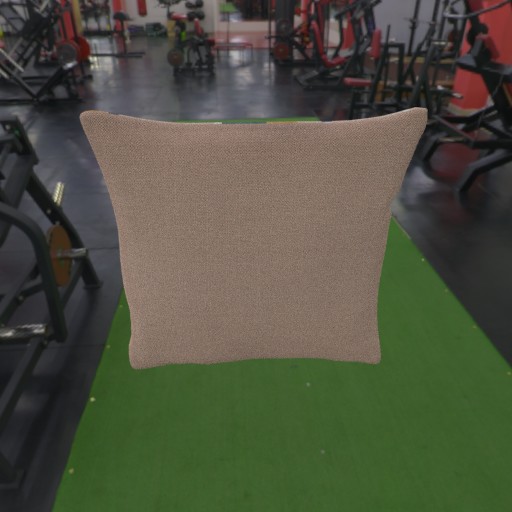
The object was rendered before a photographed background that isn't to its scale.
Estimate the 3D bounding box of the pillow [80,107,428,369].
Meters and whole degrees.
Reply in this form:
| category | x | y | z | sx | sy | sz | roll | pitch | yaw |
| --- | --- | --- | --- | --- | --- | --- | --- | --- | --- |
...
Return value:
| category | x | y | z | sx | sy | sz | roll | pitch | yaw |
| --- | --- | --- | --- | --- | --- | --- | --- | --- | --- |
| pillow | 0.000 | 0.000 | 0.735 | 0.478 | 0.479 | 0.158 | -1 | 31 | -2 |
